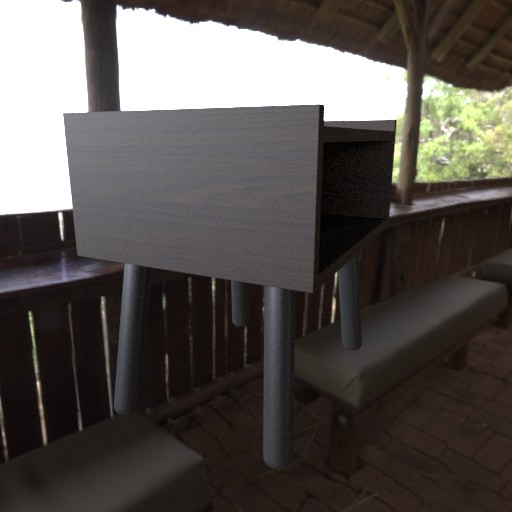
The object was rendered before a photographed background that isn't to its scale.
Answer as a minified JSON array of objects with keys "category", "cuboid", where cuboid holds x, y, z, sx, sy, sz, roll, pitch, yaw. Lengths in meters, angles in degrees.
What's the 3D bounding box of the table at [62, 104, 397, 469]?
[{"category":"table","cuboid":[0.000,0.000,0.784,0.370,0.470,0.450,7,17,26]}]
